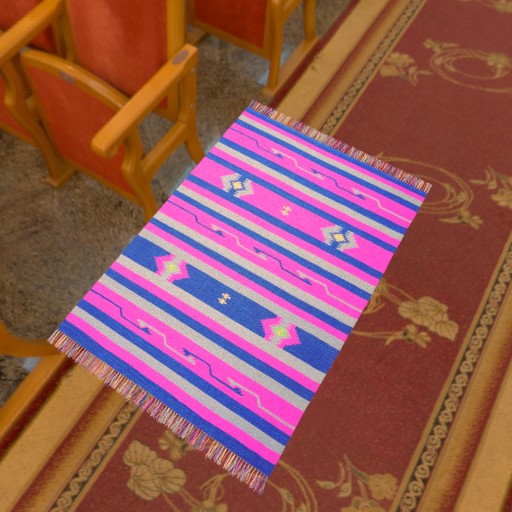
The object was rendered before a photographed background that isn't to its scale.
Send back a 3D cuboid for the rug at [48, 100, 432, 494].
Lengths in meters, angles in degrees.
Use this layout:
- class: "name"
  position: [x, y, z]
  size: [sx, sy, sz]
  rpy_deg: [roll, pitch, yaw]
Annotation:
- class: "rug"
  position: [0.000, 0.000, 2.928]
  size: [1.539, 0.013, 2.350]
  rpy_deg: [30, 68, 14]
